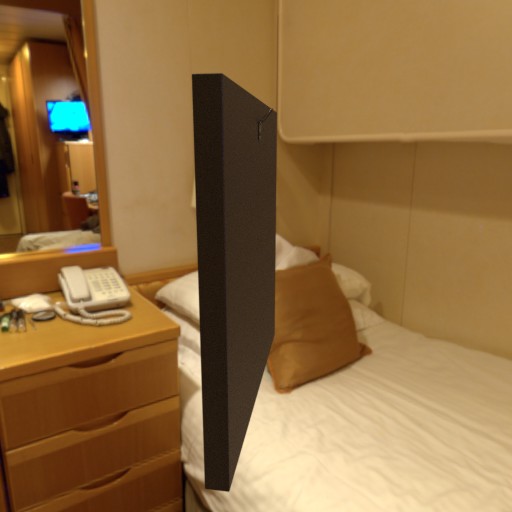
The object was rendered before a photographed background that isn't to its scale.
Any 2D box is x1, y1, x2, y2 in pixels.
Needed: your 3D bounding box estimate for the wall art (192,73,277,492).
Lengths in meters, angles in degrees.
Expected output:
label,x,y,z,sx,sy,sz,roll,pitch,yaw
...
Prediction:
label,x,y,z,sx,sy,sz,roll,pitch,yaw
wall art,0.000,0.000,0.522,0.038,0.349,0.349,2,14,9
